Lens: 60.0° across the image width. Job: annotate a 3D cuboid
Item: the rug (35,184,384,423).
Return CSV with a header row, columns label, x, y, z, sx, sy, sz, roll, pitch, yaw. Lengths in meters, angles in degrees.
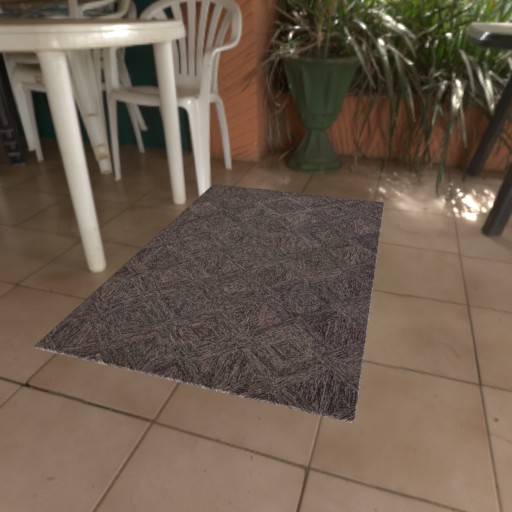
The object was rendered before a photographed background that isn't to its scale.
label,x,y,z,sx,sy,sz,roll,pitch,yaw
rug,0.000,0.000,2.869,1.501,0.017,2.298,9,31,15
